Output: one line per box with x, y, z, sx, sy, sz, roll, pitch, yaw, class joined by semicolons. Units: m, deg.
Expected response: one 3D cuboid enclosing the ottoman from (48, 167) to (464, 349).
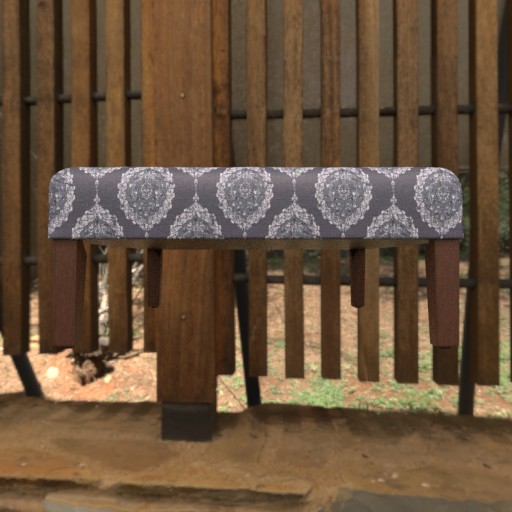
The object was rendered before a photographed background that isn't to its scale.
0.000;0.000;1.378;0.889;0.409;0.890;0;-1;0;ottoman
